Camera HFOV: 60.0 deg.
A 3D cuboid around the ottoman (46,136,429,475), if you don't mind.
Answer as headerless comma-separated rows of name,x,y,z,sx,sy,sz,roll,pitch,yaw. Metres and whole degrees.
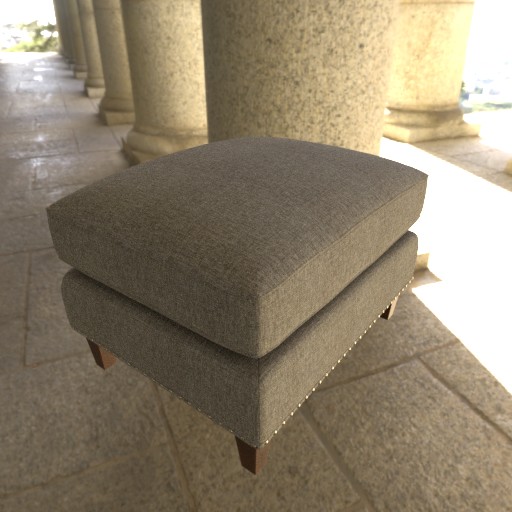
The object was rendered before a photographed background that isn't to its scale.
ottoman,0.000,0.000,1.109,0.584,0.513,0.741,20,34,33
